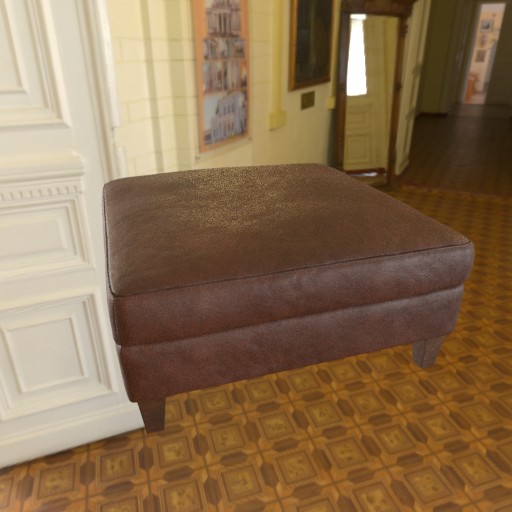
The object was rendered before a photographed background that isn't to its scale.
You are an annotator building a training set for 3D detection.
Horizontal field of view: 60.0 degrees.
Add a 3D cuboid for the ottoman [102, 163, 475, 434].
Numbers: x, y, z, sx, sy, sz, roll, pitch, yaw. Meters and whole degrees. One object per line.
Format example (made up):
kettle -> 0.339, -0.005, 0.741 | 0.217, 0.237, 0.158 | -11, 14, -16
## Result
ottoman -> 0.000, 0.000, 1.311 | 0.836, 0.415, 0.844 | -8, 26, -16
